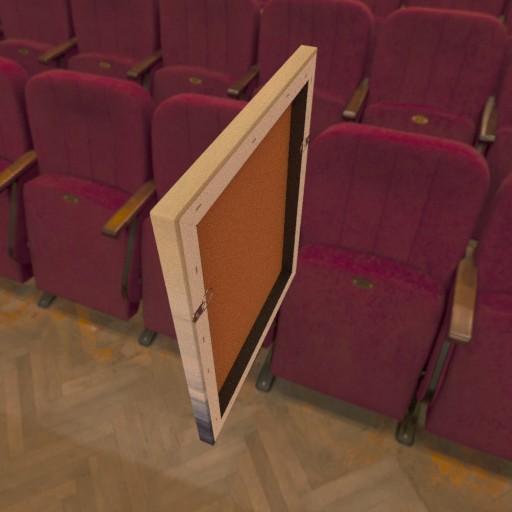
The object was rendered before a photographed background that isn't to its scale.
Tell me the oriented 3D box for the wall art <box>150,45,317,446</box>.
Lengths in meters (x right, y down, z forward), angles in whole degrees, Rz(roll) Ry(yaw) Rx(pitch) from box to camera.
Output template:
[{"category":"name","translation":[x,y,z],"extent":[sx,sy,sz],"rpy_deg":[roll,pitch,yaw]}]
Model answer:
[{"category":"wall art","translation":[0.000,0.000,1.002],"extent":[0.041,0.710,0.608],"rpy_deg":[16,48,16]}]
